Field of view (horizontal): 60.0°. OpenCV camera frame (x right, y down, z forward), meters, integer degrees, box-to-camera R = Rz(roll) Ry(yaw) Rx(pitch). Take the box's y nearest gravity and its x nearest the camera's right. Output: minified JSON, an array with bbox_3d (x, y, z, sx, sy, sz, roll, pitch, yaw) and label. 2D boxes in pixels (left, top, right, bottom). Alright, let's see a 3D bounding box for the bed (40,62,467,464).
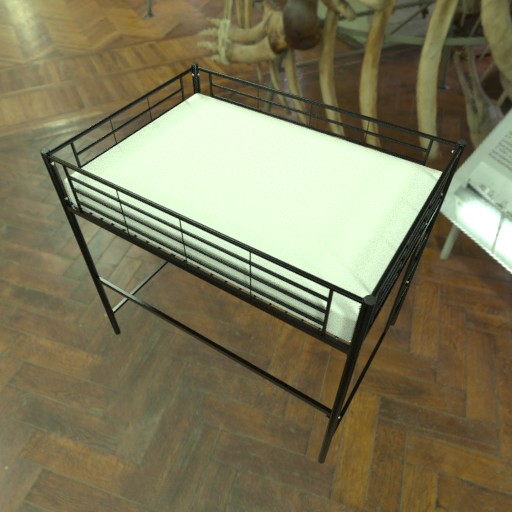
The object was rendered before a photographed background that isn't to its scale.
[{"bbox_3d":[0.000,0.000,3.155,1.994,1.803,1.397,25,52,22],"label":"bed"}]
